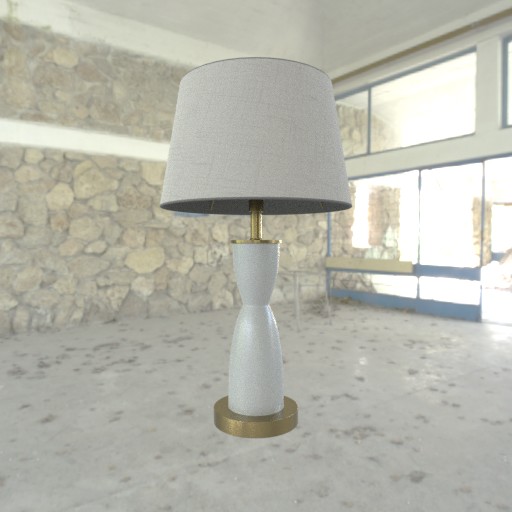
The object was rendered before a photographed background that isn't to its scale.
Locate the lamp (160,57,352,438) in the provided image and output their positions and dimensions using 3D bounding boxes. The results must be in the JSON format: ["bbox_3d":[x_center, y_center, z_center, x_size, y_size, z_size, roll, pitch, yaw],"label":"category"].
[{"bbox_3d":[0.000,0.000,0.729,0.309,0.545,0.309,0,1,0],"label":"lamp"}]
